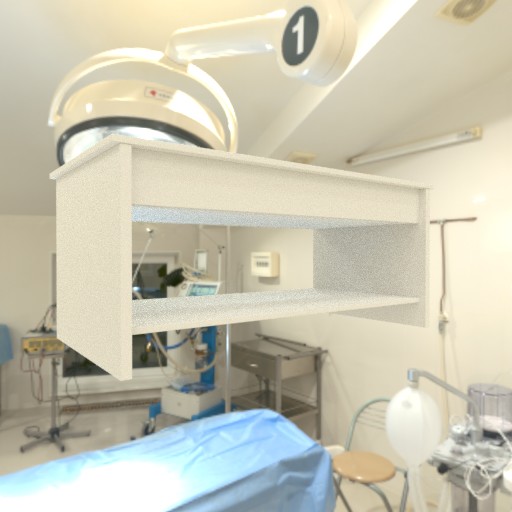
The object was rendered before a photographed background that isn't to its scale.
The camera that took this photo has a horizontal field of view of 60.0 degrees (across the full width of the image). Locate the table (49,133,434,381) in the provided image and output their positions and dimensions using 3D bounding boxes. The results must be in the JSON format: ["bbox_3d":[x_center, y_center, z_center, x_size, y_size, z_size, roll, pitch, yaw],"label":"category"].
[{"bbox_3d":[0.000,0.000,1.280,1.000,0.441,0.500,0,1,-36],"label":"table"}]
